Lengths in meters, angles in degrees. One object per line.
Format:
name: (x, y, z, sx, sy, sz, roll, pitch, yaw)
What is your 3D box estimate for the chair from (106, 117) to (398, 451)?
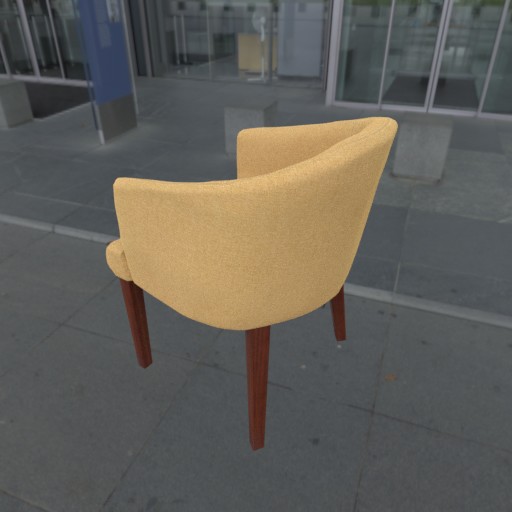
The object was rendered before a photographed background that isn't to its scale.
chair: (0.000, 0.000, 1.253, 0.655, 0.811, 0.583, 21, 37, 30)
